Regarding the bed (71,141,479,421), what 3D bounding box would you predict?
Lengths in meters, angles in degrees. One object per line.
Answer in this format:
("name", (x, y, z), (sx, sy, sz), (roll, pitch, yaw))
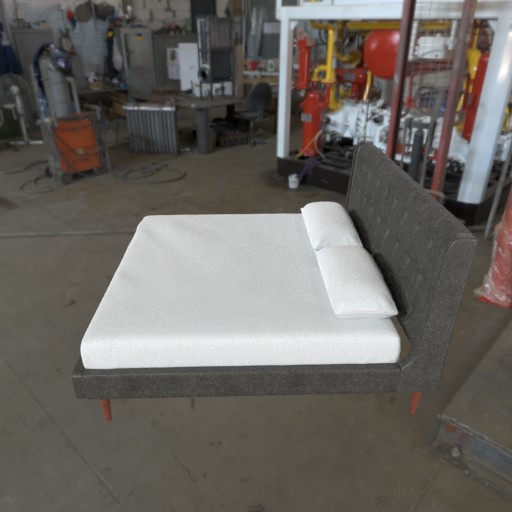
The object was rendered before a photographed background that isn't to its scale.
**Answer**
("bed", (0.000, 0.000, 3.121), (2.031, 1.158, 1.903), (-1, 28, -2))
